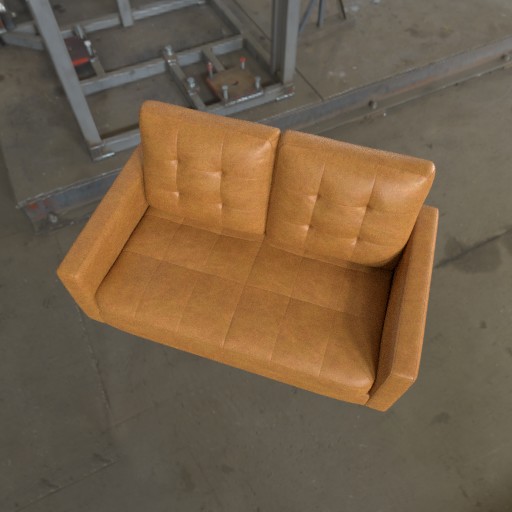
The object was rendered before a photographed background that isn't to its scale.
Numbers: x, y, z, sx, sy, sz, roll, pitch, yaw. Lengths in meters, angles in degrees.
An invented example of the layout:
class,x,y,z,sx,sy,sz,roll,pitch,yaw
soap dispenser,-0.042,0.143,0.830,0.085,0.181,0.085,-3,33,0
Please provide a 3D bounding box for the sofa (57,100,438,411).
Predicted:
class,x,y,z,sx,sy,sz,roll,pitch,yaw
sofa,0.000,0.000,1.934,1.430,0.898,0.868,15,59,10
